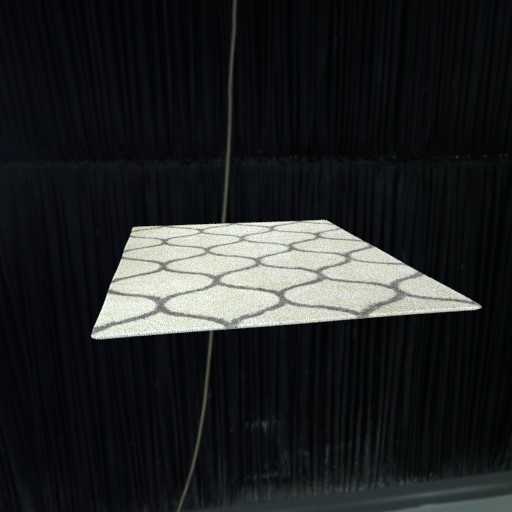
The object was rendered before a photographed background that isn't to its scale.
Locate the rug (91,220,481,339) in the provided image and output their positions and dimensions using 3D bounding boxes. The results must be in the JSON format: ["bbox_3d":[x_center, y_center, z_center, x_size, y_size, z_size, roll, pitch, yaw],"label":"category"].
[{"bbox_3d":[0.000,0.000,4.038,2.399,0.026,3.000,-3,16,-10],"label":"rug"}]
